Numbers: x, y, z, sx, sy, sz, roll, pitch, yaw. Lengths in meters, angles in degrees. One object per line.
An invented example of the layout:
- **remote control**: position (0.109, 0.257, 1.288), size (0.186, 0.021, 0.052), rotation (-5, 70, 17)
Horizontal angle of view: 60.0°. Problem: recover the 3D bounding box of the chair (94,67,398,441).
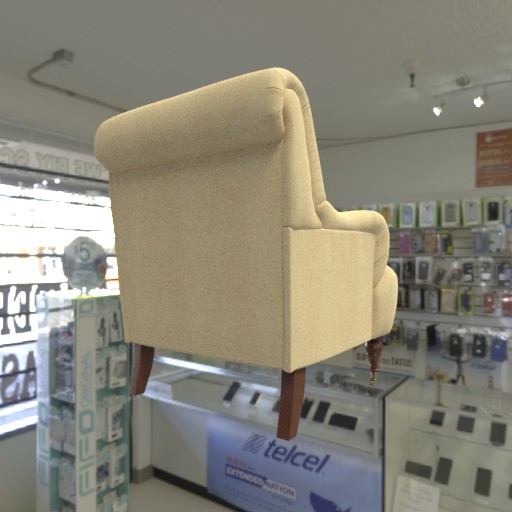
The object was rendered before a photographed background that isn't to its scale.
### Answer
- **chair**: position (0.000, 0.000, 1.557), size (0.766, 0.944, 0.842), rotation (0, 0, 37)
